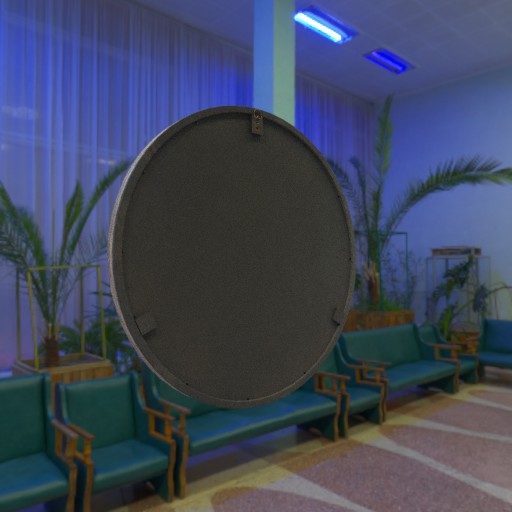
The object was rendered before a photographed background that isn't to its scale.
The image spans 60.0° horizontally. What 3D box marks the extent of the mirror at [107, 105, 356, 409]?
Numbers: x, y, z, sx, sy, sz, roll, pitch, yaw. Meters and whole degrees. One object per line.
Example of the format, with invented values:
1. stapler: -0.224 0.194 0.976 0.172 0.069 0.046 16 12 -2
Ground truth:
1. mirror: 0.000 0.000 1.072 0.710 0.710 0.038 2 -3 -38
